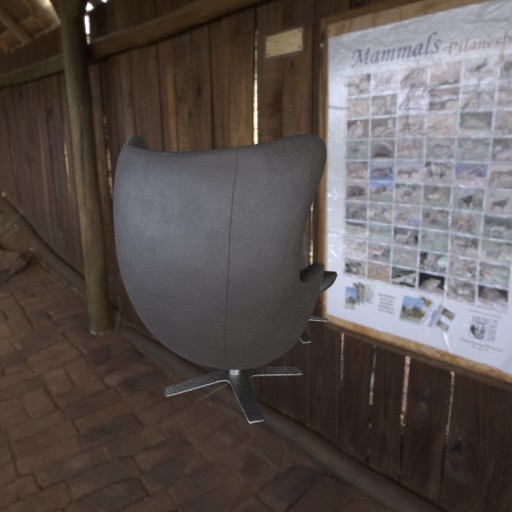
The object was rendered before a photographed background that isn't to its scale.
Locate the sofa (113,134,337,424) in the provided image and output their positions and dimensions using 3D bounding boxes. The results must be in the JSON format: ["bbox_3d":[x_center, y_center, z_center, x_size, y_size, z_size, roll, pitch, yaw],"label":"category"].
[{"bbox_3d":[0.000,0.000,2.177,0.894,1.135,1.444,7,16,27],"label":"sofa"}]
